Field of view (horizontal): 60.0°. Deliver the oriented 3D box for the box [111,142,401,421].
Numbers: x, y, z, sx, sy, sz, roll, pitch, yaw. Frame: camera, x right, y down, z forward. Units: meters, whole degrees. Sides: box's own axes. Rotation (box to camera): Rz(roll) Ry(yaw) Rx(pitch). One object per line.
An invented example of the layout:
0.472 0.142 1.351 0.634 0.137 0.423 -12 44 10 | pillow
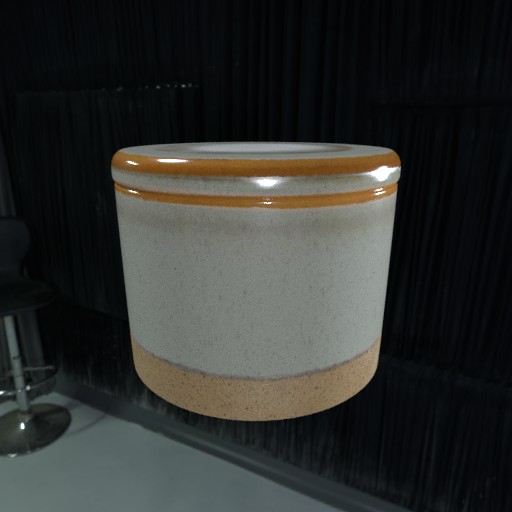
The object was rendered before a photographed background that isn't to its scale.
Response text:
0.000 0.000 0.210 0.123 0.100 0.123 0 17 0 | box
